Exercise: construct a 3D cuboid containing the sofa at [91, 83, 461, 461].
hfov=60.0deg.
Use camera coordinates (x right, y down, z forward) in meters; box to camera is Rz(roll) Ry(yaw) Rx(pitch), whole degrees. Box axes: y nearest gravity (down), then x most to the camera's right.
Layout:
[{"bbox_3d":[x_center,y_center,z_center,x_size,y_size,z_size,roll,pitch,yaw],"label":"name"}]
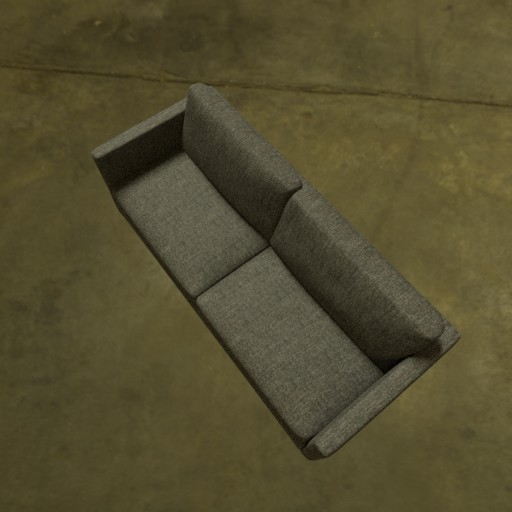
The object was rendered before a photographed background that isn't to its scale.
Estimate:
[{"bbox_3d":[0.000,0.000,2.713,0.948,0.960,2.208,-35,69,-16],"label":"sofa"}]
